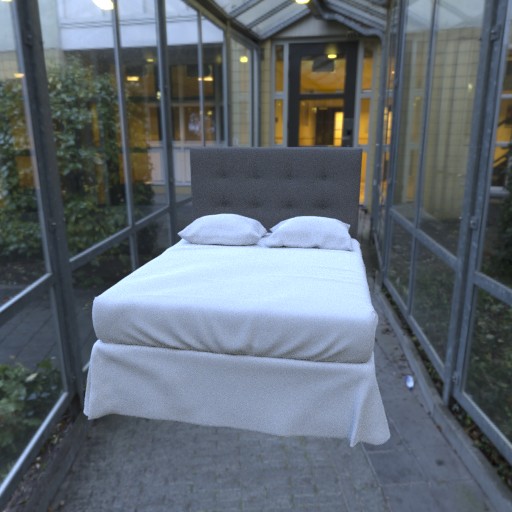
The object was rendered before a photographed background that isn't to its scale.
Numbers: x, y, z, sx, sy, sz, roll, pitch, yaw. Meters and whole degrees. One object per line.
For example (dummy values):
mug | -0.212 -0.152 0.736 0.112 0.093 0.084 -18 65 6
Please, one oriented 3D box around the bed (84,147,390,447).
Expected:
bed | 0.000 0.000 3.403 1.936 1.577 2.222 3 15 9
